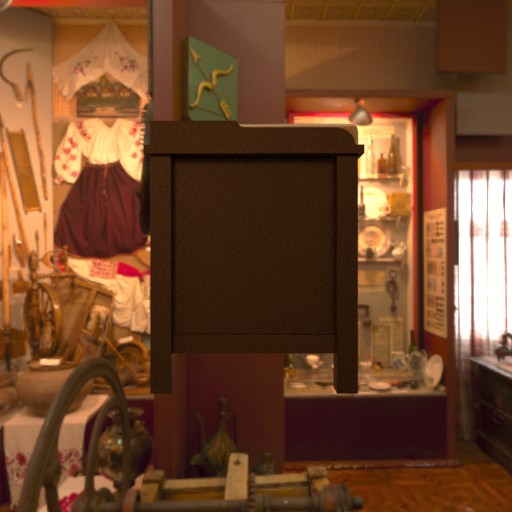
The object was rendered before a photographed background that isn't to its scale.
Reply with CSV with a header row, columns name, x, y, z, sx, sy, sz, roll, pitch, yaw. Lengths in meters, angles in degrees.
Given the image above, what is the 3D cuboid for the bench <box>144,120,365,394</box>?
name,x,y,z,sx,sy,sz,roll,pitch,yaw
bench,0.000,0.000,1.368,0.398,0.501,1.140,0,0,0
